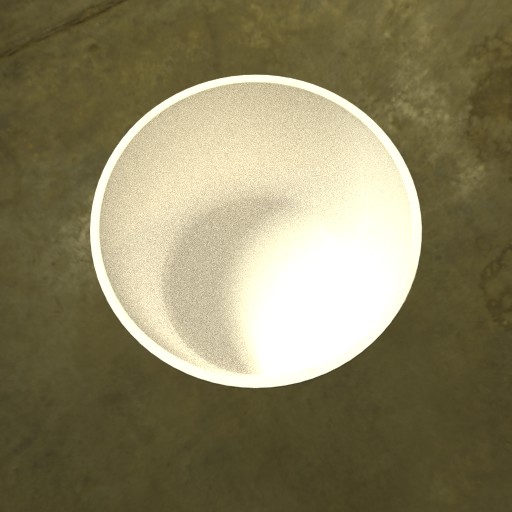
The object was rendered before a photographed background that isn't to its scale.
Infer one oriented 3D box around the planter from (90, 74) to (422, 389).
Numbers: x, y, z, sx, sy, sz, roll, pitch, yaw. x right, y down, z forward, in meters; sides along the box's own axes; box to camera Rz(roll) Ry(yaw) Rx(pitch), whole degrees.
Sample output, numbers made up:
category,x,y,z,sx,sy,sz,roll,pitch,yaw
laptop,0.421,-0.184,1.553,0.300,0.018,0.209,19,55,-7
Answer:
category,x,y,z,sx,sy,sz,roll,pitch,yaw
planter,0.000,0.000,0.392,0.221,0.201,0.221,0,74,0
